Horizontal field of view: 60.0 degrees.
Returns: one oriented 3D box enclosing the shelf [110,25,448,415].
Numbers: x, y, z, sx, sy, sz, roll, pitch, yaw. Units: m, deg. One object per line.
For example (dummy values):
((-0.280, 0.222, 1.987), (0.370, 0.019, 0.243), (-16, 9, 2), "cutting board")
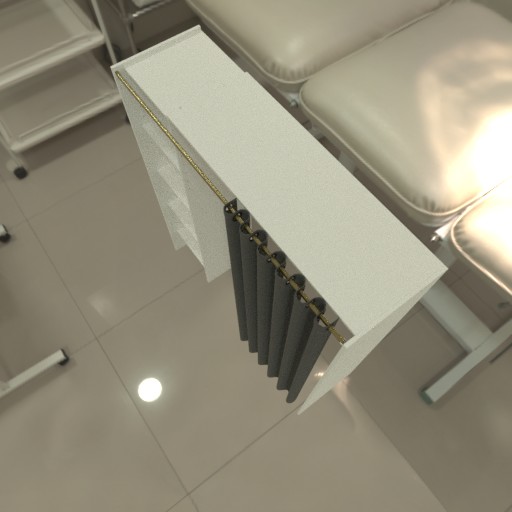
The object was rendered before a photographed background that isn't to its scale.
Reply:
((0.000, 0.000, 2.586), (0.500, 1.810, 1.600), (-34, 68, -15), "shelf")
